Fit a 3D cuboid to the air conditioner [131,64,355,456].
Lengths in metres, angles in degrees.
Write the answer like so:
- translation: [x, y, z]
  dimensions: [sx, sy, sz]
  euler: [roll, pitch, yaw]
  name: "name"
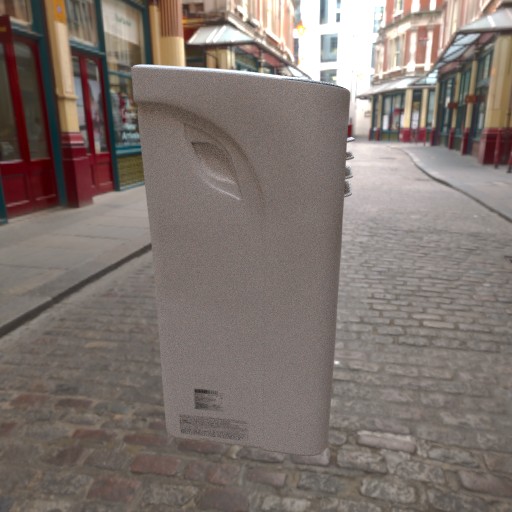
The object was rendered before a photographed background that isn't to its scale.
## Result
- translation: [0.000, 0.000, 0.918]
  dimensions: [0.369, 0.716, 0.352]
  euler: [3, 16, 10]
  name: "air conditioner"
